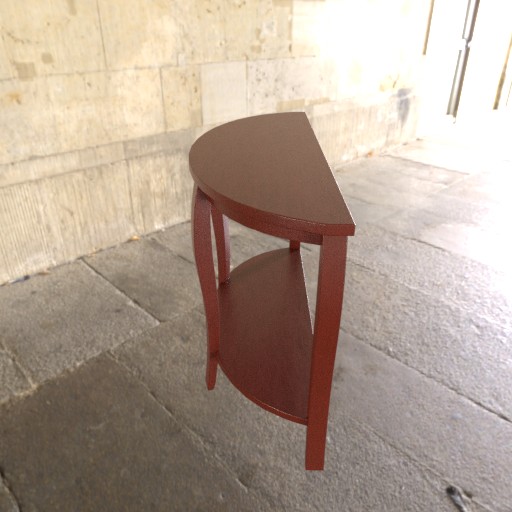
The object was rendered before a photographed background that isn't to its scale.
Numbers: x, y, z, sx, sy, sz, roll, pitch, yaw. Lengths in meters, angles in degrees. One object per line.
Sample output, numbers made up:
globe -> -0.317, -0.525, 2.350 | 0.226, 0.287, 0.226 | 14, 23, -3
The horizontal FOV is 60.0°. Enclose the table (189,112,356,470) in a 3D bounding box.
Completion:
table -> 0.000, 0.000, 1.570 | 0.405, 0.779, 1.219 | 1, 28, 1
